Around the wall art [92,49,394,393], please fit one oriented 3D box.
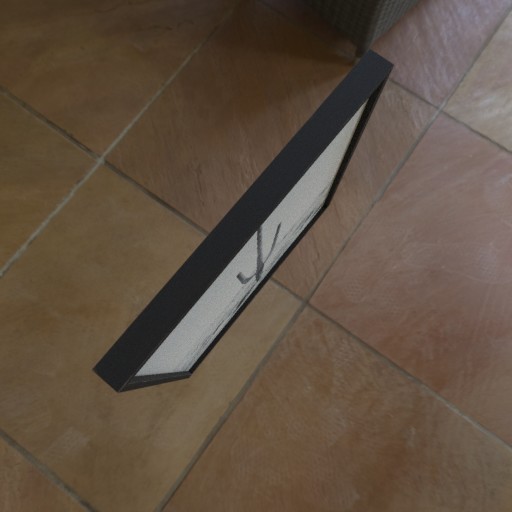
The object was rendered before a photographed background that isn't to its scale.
[{"bbox_3d":[0.000,0.000,0.760,0.038,0.508,0.508,38,79,9],"label":"wall art"}]
